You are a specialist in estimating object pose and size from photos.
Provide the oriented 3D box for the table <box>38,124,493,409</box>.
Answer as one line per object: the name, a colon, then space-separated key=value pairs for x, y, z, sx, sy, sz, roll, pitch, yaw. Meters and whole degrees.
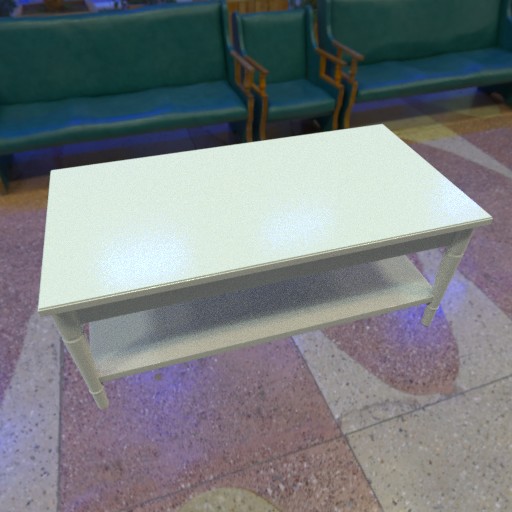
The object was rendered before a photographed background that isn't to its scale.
table: x=0.000 y=0.000 z=1.338 sx=1.067 sy=0.457 sz=0.559 roll=-11 pitch=43 yaw=-12
